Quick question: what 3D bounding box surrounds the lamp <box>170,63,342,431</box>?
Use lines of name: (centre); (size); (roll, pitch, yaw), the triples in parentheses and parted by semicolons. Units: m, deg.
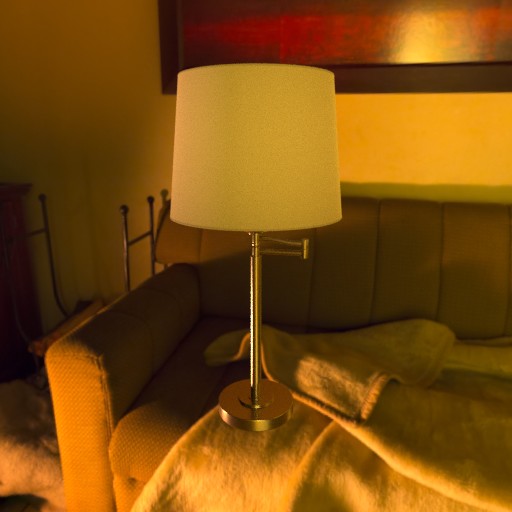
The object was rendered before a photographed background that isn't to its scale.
lamp: (0.000, 0.000, 0.893); (0.333, 0.696, 0.333); (0, 14, 0)
